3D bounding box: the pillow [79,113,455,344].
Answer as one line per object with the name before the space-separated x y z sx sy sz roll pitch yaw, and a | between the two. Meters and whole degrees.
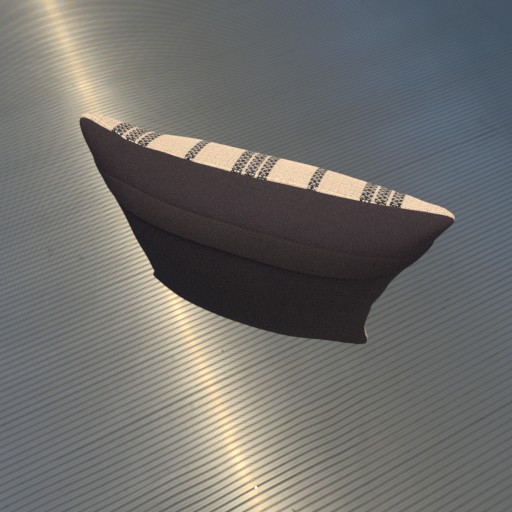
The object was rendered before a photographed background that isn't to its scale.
pillow | 0.000 0.000 0.626 0.405 0.406 0.173 17 64 9
